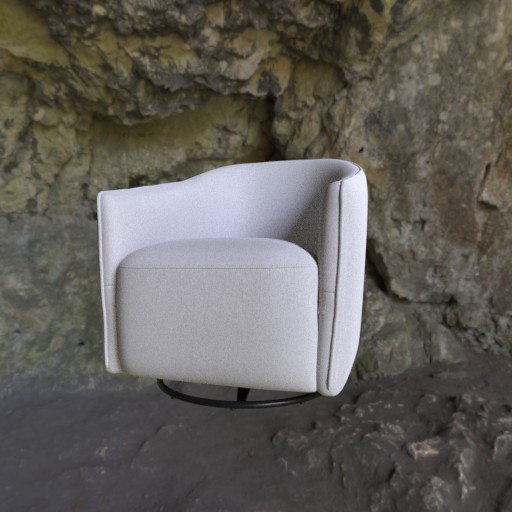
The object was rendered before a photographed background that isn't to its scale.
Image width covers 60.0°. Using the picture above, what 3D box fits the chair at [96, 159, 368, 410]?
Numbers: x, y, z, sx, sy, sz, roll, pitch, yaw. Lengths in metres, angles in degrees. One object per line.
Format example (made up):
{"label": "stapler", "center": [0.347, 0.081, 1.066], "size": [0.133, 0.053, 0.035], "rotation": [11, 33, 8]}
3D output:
{"label": "chair", "center": [0.000, 0.000, 1.527], "size": [0.747, 0.799, 0.875], "rotation": [0, 1, 18]}
